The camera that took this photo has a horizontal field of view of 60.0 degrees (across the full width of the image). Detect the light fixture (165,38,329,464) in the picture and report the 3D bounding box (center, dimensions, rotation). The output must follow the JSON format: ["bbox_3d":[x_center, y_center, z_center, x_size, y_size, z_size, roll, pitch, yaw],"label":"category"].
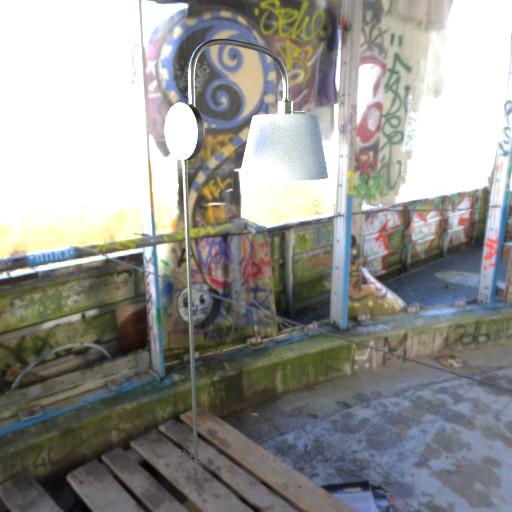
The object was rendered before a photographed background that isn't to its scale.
[{"bbox_3d":[0.000,0.000,0.454,0.092,0.399,0.176,14,20,43],"label":"light fixture"}]
